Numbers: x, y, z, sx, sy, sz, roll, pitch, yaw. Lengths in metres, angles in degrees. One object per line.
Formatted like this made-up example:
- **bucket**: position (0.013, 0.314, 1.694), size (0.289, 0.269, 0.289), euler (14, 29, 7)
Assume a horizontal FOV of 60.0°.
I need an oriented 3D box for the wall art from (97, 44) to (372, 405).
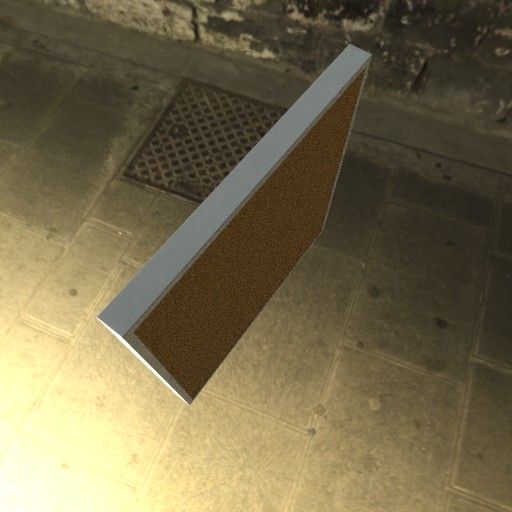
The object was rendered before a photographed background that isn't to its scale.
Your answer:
- **wall art**: position (0.000, 0.000, 0.771), size (0.037, 0.508, 0.508), euler (33, 69, 15)
